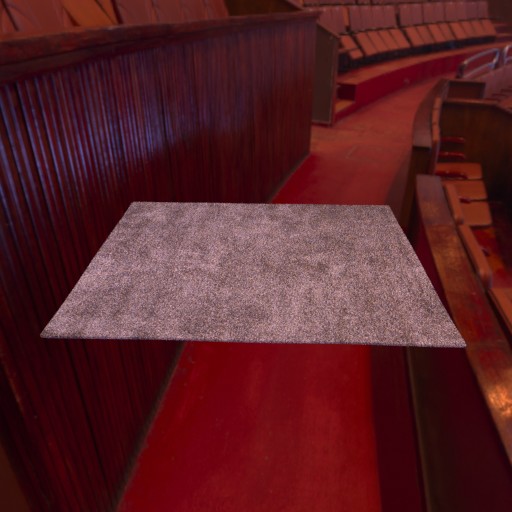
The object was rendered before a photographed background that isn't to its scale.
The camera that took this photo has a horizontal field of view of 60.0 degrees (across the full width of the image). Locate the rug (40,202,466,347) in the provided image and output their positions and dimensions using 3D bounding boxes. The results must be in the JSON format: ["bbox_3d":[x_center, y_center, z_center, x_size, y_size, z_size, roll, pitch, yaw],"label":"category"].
[{"bbox_3d":[0.000,0.000,4.151,3.000,0.025,2.401,1,30,2],"label":"rug"}]
